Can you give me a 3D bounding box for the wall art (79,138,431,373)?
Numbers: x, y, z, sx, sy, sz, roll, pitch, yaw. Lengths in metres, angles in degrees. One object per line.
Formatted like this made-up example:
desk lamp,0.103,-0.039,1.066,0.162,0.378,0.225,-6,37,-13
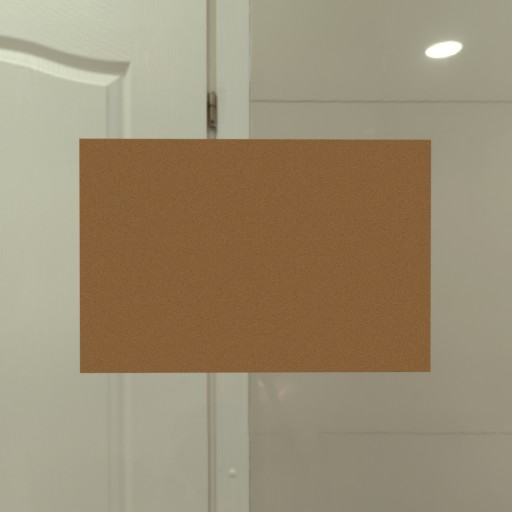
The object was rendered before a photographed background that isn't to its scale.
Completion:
wall art,0.000,0.000,1.171,0.915,0.608,0.033,0,0,-1
